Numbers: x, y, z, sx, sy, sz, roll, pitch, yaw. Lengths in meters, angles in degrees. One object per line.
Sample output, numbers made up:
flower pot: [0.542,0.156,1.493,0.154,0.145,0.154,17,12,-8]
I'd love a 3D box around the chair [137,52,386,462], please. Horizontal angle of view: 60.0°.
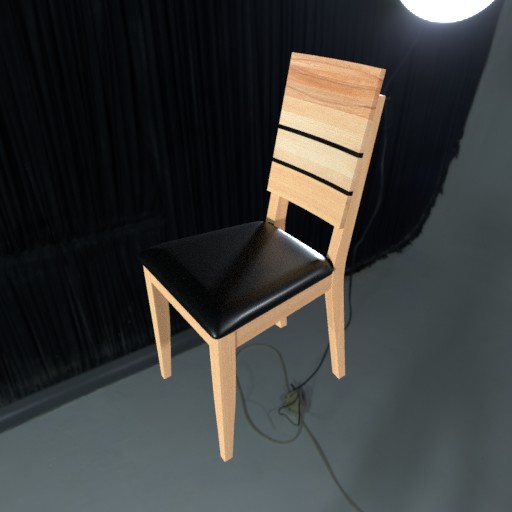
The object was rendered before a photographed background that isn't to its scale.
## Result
chair: [0.000,0.000,1.197,0.520,0.940,0.410,-22,38,-30]
